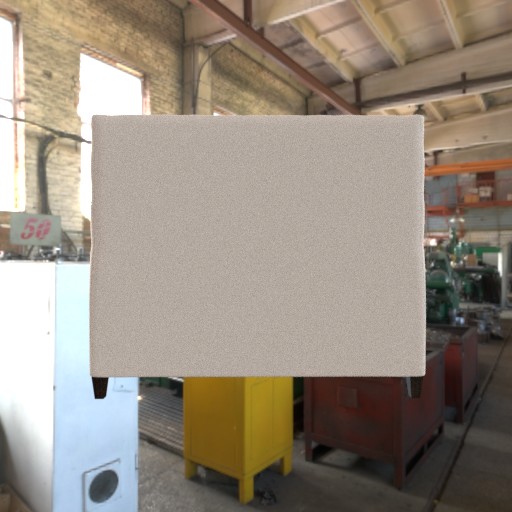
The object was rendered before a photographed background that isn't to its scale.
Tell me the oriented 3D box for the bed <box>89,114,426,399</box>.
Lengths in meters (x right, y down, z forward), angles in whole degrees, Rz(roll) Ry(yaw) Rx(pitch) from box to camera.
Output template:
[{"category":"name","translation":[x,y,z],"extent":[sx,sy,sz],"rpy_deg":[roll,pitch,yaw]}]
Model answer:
[{"category":"bed","translation":[0.000,0.000,3.306],"extent":[1.696,1.426,2.233],"rpy_deg":[0,0,-1]}]
